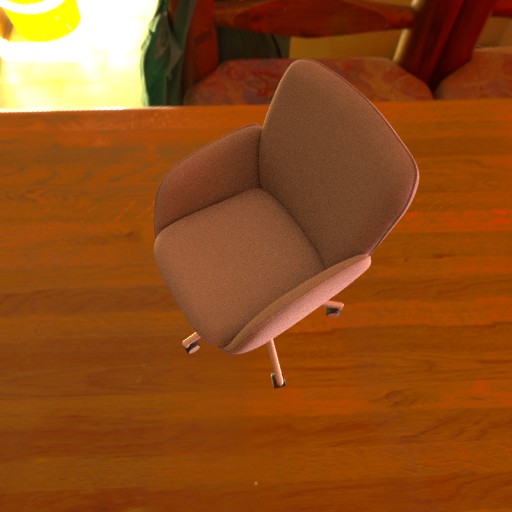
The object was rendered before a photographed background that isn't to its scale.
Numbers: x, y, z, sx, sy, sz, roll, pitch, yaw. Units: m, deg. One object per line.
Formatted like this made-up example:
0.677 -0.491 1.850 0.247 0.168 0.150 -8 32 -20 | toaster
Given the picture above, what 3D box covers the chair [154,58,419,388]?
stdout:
0.000 0.000 1.398 0.654 0.959 0.648 -29 67 -14 | chair
